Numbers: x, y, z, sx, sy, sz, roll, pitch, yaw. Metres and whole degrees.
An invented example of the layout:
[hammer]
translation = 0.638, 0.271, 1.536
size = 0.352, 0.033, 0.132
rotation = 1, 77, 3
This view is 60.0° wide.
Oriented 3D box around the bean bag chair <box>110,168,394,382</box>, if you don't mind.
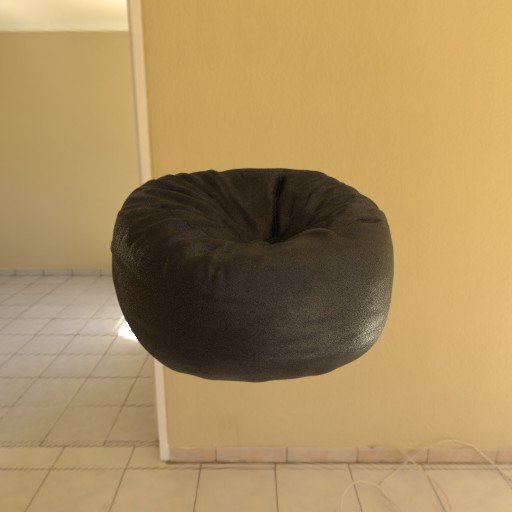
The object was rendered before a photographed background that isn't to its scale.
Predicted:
[bean bag chair]
translation = 0.000, 0.000, 2.405
size = 1.524, 0.878, 1.524
rotation = -3, 15, -10
